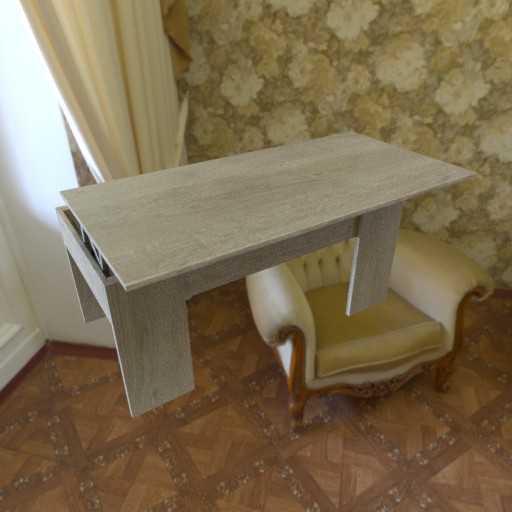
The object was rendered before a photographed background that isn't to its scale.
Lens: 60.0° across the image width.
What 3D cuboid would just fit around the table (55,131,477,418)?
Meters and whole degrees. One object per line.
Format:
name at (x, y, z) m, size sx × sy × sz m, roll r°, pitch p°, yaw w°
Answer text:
table at (0.000, 0.000, 1.397) m, size 1.000 × 0.570 × 0.711 m, roll -19°, pitch 36°, yaw -28°
